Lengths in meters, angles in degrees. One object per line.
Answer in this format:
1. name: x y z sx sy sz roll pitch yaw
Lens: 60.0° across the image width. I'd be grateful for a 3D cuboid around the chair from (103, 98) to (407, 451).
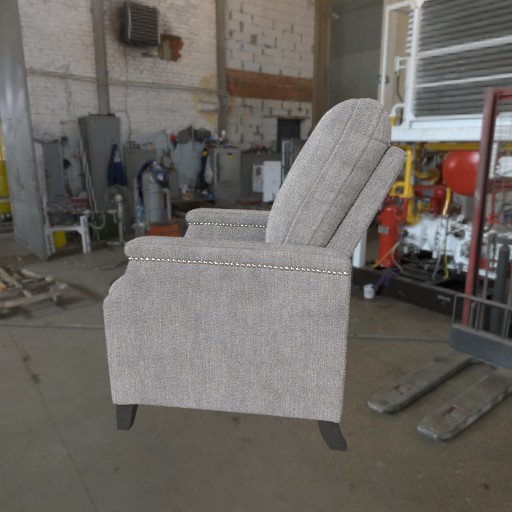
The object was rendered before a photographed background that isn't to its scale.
1. chair: 0.000 0.000 1.612 0.922 1.049 0.710 2 14 8
